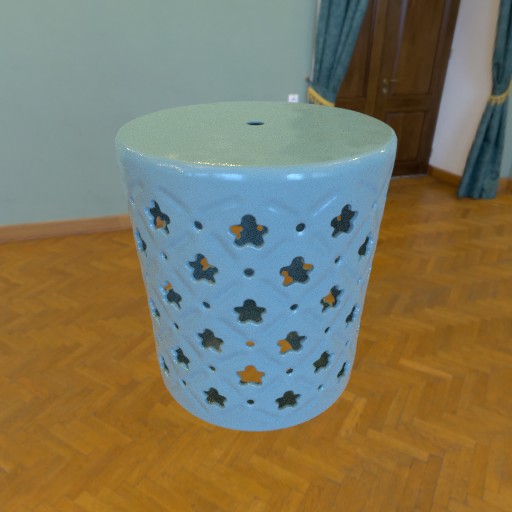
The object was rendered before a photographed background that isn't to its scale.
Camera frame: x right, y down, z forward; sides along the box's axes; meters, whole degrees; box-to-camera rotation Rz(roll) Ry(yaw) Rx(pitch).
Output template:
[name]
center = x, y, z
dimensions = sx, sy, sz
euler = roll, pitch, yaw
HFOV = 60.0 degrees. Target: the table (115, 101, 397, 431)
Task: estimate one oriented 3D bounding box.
[table]
center = 0.000, 0.000, 0.656
dimensions = 0.352, 0.387, 0.352
euler = 0, 29, 0
